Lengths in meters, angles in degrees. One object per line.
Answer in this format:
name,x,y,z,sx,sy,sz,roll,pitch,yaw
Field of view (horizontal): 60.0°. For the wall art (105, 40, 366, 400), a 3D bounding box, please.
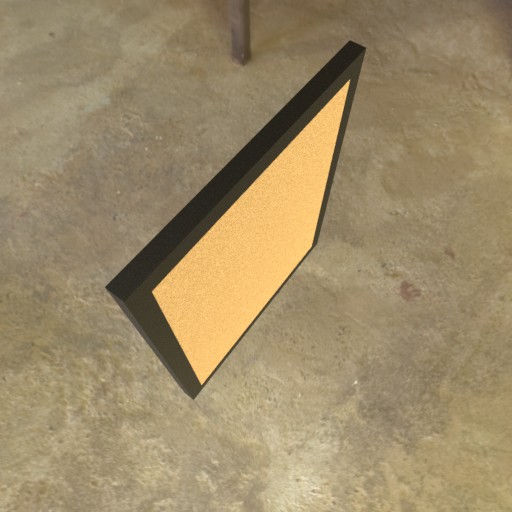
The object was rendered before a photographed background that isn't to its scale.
wall art,0.000,0.000,0.710,0.025,0.508,0.432,34,67,16
